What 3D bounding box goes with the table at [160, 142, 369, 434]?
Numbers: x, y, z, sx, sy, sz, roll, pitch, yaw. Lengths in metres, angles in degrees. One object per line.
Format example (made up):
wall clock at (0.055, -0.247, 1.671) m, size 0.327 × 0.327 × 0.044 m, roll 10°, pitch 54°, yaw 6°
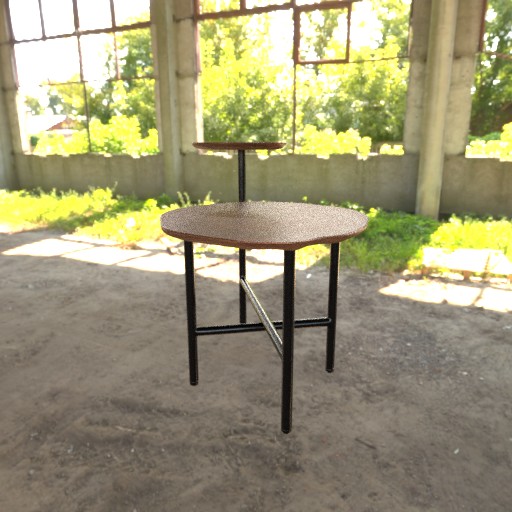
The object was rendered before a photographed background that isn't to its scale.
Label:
table at (0.000, 0.000, 1.083) m, size 0.442 × 0.538 × 0.759 m, roll -3°, pitch 15°, yaw -10°
